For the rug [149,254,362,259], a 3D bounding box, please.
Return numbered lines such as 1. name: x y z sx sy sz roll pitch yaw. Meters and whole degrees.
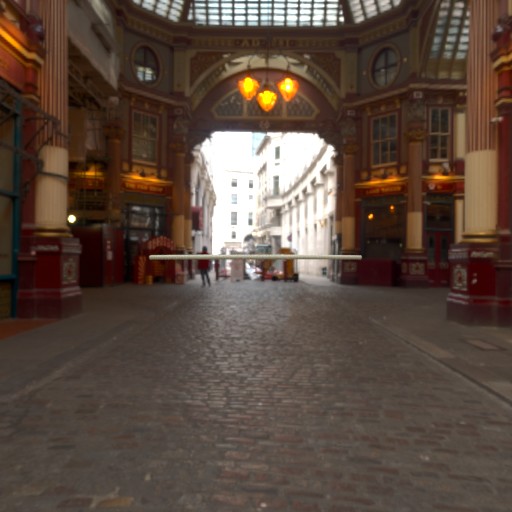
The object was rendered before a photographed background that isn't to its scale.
1. rug: 0.000 0.000 2.523 0.661 0.013 2.297 0 0 0
